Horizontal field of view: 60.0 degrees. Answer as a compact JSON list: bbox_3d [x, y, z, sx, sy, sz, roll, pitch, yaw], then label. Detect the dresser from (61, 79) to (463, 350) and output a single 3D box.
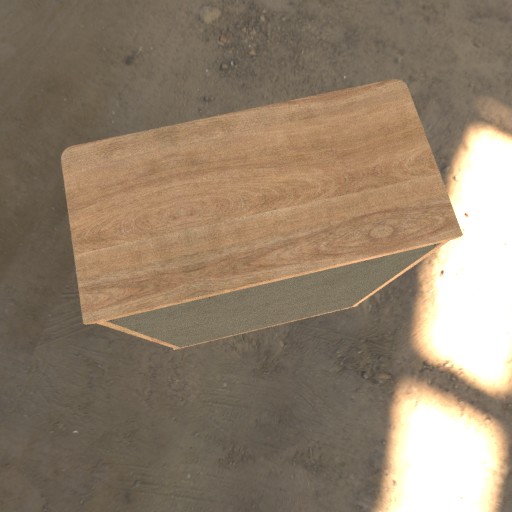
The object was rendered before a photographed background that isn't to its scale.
[{"bbox_3d":[0.000,0.000,1.798,0.973,1.318,0.484,-13,75,-3],"label":"dresser"}]
